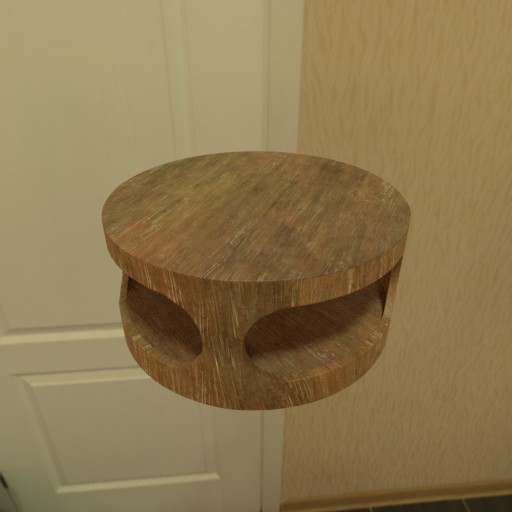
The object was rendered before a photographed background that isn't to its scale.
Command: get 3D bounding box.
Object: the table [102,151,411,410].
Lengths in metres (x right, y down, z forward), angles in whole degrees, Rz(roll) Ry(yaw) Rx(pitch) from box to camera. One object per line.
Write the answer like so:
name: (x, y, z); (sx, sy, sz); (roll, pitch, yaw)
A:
table: (0.000, 0.000, 1.573); (0.974, 0.450, 0.974); (0, 31, 0)
